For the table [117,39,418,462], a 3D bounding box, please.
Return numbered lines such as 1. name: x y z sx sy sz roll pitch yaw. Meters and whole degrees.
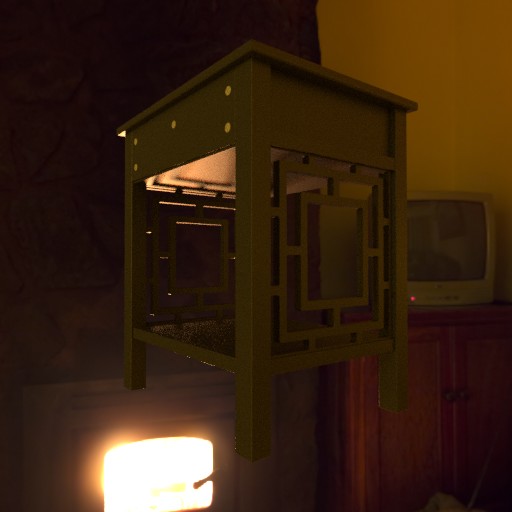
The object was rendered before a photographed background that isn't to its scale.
1. table: 0.000 0.000 1.022 0.451 0.646 0.564 1 -1 -37
